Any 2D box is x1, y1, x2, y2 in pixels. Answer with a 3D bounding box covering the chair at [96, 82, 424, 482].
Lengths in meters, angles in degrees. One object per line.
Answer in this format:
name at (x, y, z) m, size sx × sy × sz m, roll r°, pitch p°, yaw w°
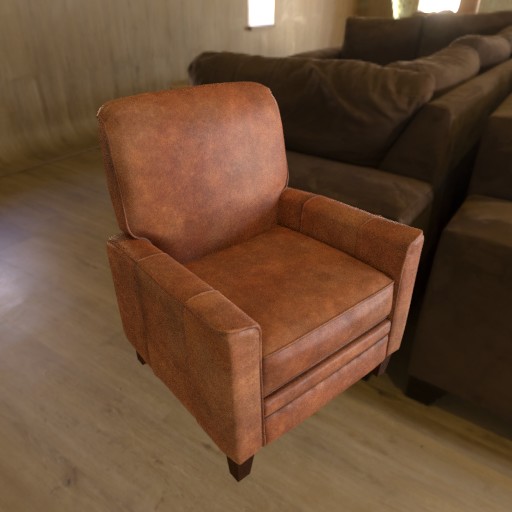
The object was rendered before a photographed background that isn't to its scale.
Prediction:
chair at (0.000, 0.000, 1.574) m, size 0.843 × 1.043 × 0.836 m, roll -23°, pitch 37°, yaw -33°
